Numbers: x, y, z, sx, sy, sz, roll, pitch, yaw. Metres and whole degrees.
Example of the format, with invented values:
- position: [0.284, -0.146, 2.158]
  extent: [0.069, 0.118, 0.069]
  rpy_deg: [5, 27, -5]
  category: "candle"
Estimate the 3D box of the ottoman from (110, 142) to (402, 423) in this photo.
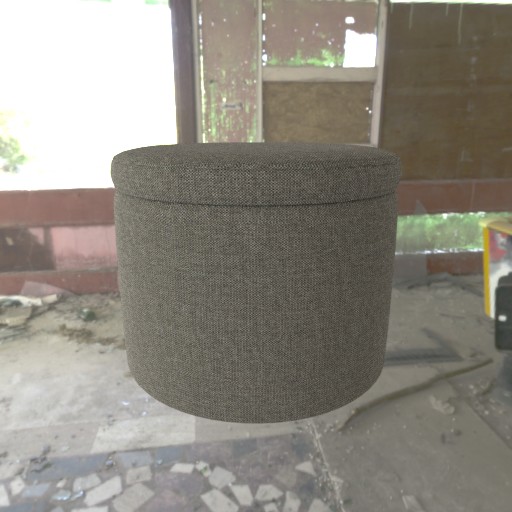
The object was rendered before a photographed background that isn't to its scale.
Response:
- position: [0.000, 0.000, 0.872]
  extent: [0.520, 0.430, 0.520]
  rpy_deg: [0, 16, 0]
  category: "ottoman"
